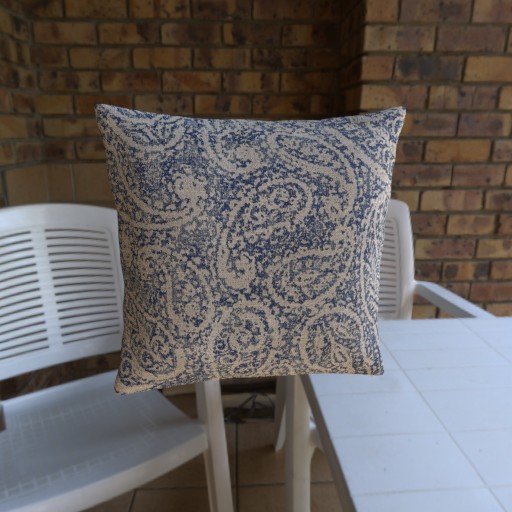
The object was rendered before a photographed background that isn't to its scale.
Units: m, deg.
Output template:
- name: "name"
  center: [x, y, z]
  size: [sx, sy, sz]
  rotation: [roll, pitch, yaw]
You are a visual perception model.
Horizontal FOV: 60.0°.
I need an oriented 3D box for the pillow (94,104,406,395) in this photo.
- name: "pillow"
  center: [0.000, 0.000, 0.788]
  size: [0.523, 0.510, 0.166]
  rotation: [-2, 16, -9]
